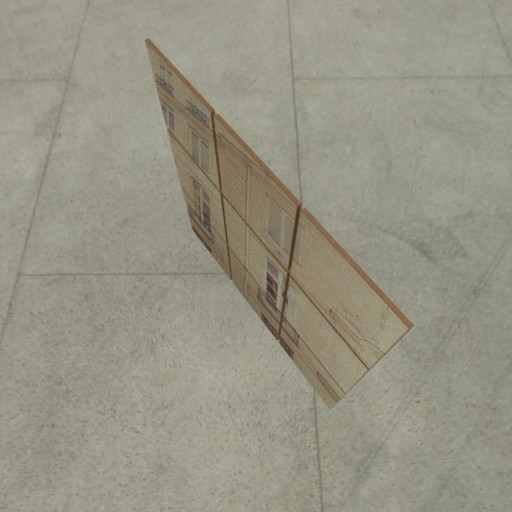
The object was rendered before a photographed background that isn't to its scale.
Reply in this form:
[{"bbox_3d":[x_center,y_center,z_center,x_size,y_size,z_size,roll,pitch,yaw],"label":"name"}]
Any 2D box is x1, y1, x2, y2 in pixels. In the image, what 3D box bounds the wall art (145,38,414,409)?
[{"bbox_3d":[0.000,0.000,1.332,0.018,0.913,0.915,-33,67,-16],"label":"wall art"}]
